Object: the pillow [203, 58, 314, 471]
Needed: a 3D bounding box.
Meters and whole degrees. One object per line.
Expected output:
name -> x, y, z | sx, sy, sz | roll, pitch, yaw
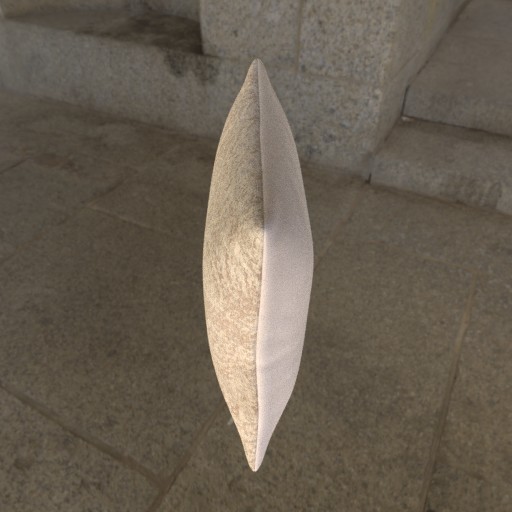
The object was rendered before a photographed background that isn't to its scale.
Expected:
pillow -> 0.000, 0.000, 0.771 | 0.166, 0.510, 0.523 | 0, 41, 0
